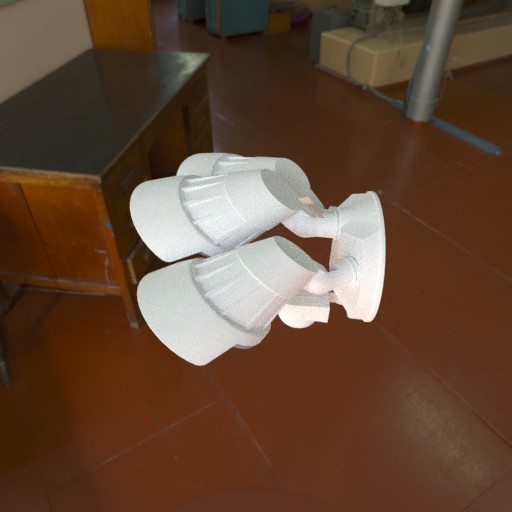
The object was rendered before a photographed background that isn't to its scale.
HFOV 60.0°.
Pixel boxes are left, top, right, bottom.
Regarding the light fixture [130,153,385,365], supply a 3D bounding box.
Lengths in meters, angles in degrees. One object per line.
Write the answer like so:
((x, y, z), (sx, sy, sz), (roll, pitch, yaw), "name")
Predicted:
((0.000, 0.000, 0.555), (0.278, 0.237, 0.369), (1, 41, 2), "light fixture")
